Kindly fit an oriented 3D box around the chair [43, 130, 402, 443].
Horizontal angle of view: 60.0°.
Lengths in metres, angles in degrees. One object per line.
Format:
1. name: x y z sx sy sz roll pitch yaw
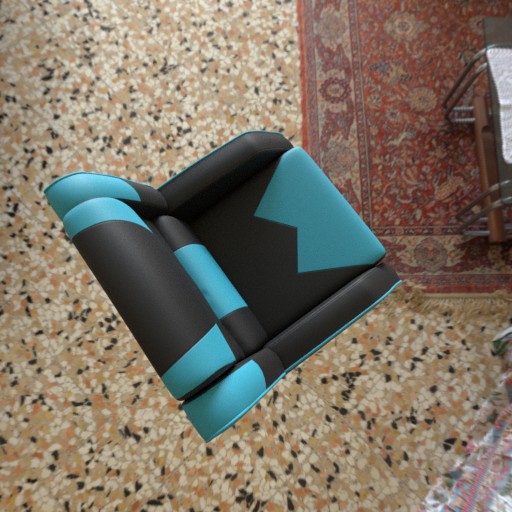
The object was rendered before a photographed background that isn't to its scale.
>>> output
1. chair: 0.000 0.000 1.255 0.672 0.805 0.620 -35 79 -8
